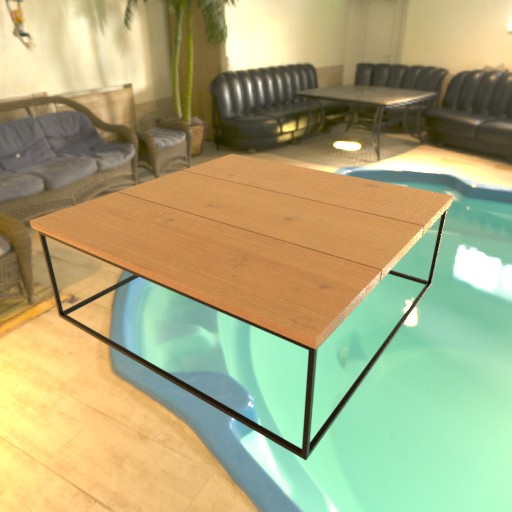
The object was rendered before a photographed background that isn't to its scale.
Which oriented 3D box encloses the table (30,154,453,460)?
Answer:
[{"bbox_3d":[0.000,0.000,1.704,1.100,0.400,1.100,18,32,31],"label":"table"}]
